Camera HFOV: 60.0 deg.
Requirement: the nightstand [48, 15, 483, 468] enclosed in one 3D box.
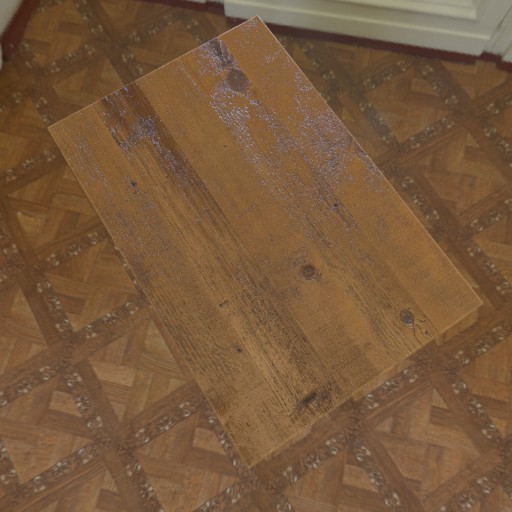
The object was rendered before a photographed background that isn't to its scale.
[{"bbox_3d":[0.000,0.000,1.021,0.450,0.599,0.650,-32,77,-8],"label":"nightstand"}]
